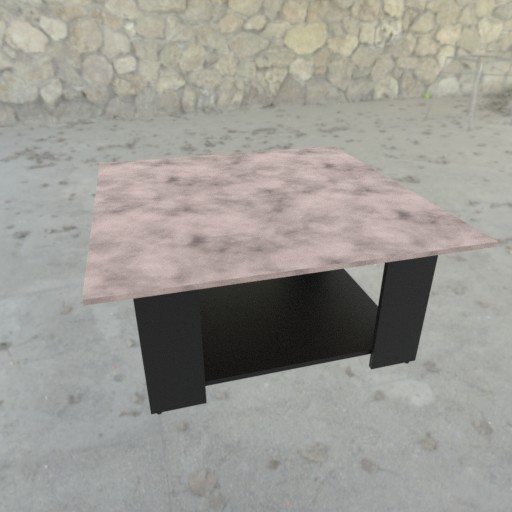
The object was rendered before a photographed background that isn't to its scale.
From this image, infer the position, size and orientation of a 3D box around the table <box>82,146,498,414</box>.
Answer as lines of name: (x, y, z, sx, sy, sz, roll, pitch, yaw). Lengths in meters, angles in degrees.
table: (0.000, 0.000, 1.031, 0.670, 0.305, 0.670, -7, 29, -14)
